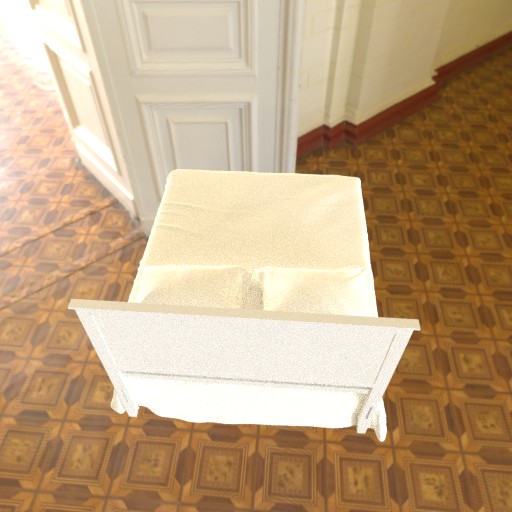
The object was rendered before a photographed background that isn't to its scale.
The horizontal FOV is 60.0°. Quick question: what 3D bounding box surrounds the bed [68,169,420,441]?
[{"bbox_3d":[0.000,0.000,3.190,1.876,1.269,2.047,3,47,3],"label":"bed"}]
